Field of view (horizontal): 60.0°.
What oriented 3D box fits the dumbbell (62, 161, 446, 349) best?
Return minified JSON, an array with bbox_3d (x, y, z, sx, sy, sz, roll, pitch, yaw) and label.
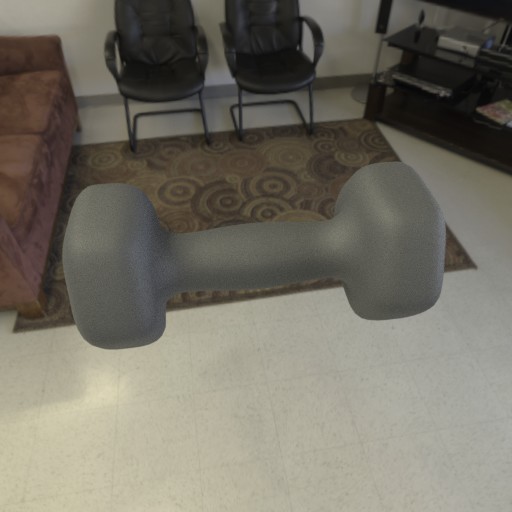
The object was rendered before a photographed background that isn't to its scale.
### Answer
[{"bbox_3d":[0.000,0.000,0.306,0.240,0.105,0.116,-5,46,-5],"label":"dumbbell"}]
